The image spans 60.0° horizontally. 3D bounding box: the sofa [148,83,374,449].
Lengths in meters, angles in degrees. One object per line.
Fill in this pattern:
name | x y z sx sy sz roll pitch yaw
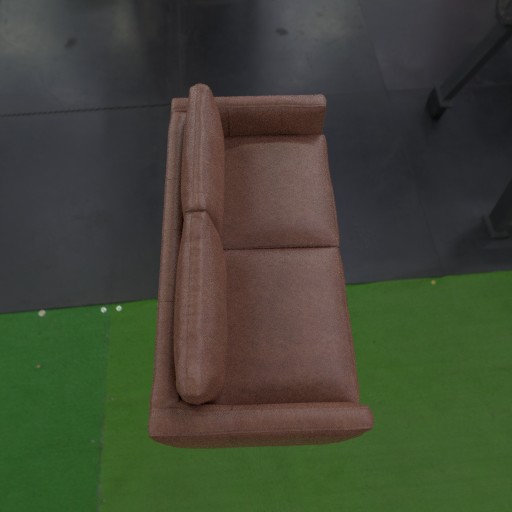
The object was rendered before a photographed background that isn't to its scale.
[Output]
sofa | 0.000 0.000 2.278 0.899 0.883 1.797 -2 63 -1
